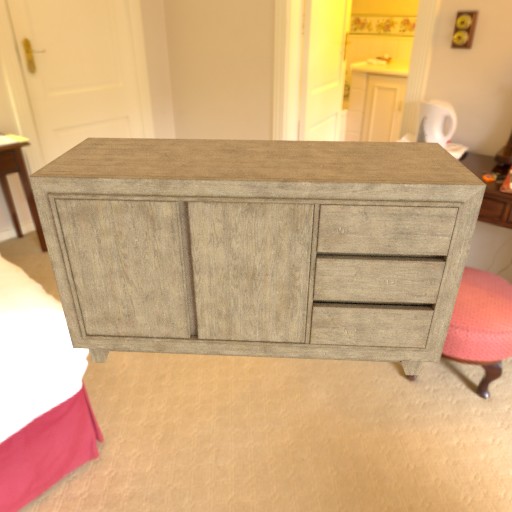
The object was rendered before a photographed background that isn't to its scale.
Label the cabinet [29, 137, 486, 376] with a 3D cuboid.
[{"bbox_3d":[0.000,0.000,1.828,1.460,0.825,0.511,2,29,3],"label":"cabinet"}]
